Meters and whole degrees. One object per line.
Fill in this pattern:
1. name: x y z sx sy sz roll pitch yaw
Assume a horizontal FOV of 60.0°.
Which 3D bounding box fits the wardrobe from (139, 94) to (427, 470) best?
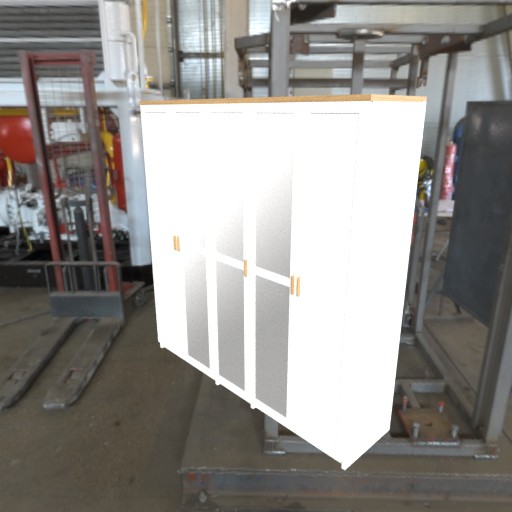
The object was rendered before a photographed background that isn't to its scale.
1. wardrobe: 0.000 0.000 3.389 0.590 2.260 2.160 -17 24 -41
